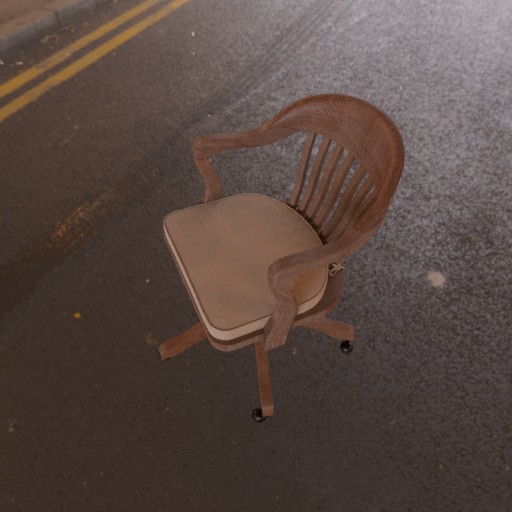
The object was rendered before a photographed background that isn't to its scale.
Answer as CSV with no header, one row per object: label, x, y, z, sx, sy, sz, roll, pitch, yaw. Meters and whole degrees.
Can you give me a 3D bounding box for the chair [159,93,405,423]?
chair,0.000,0.000,1.472,0.788,0.878,0.750,-19,51,-16
